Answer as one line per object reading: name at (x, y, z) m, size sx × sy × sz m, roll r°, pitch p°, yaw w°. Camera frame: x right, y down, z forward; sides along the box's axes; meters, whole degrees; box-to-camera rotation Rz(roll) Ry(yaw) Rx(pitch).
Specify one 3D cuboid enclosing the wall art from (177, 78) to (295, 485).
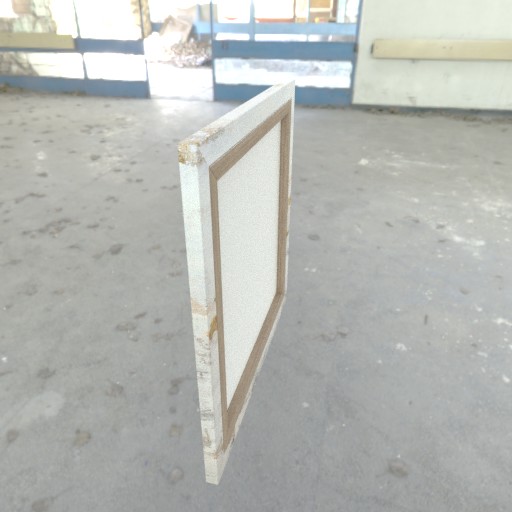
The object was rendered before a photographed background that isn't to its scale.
wall art at (0.000, 0.000, 1.513) m, size 0.040 × 1.018 × 1.015 m, roll 7°, pitch 30°, yaw 13°
